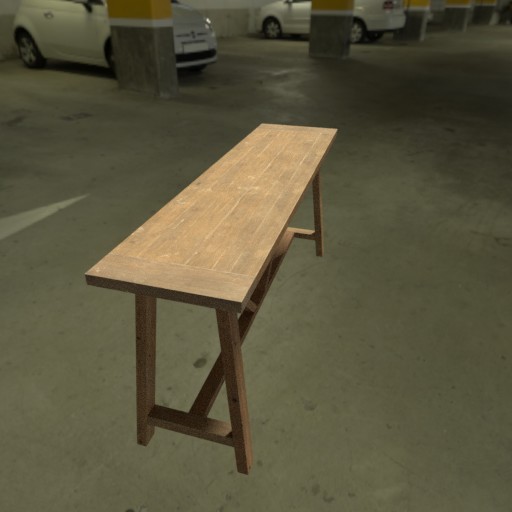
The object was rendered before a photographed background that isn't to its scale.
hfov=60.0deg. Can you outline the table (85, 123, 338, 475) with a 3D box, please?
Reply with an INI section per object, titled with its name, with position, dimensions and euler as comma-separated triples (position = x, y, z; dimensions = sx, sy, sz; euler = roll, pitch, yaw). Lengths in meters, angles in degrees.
[table]
position = 0.000, 0.000, 2.135
dimensions = 0.465, 0.810, 1.800
euler = 9, 31, 14
